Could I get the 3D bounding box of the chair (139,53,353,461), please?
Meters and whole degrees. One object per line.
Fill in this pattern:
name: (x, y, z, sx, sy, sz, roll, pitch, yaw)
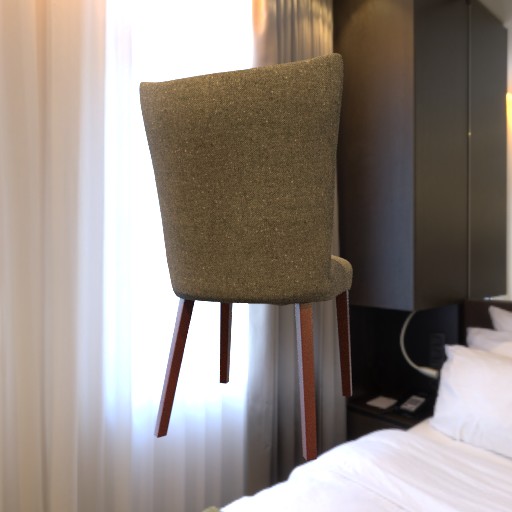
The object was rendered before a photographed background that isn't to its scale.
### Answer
chair: (0.000, 0.000, 1.260, 0.535, 0.924, 0.623, 0, 0, 19)
